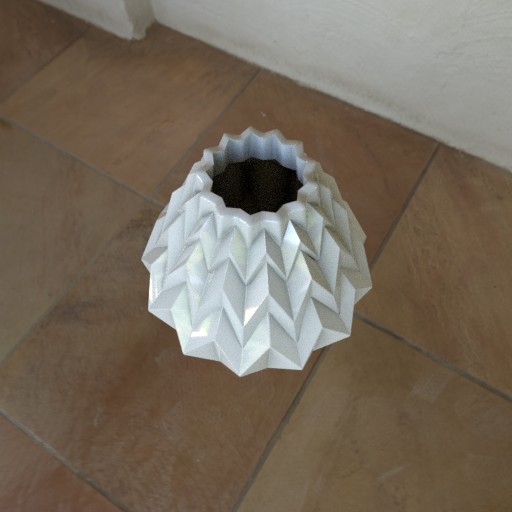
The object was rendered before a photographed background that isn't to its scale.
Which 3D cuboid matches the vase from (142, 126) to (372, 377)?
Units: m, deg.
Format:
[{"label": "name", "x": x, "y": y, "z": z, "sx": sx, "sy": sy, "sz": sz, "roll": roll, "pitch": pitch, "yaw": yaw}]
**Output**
[{"label": "vase", "x": 0.000, "y": 0.000, "z": 0.308, "sx": 0.164, "sy": 0.185, "sz": 0.164, "roll": 0, "pitch": 63, "yaw": 0}]
